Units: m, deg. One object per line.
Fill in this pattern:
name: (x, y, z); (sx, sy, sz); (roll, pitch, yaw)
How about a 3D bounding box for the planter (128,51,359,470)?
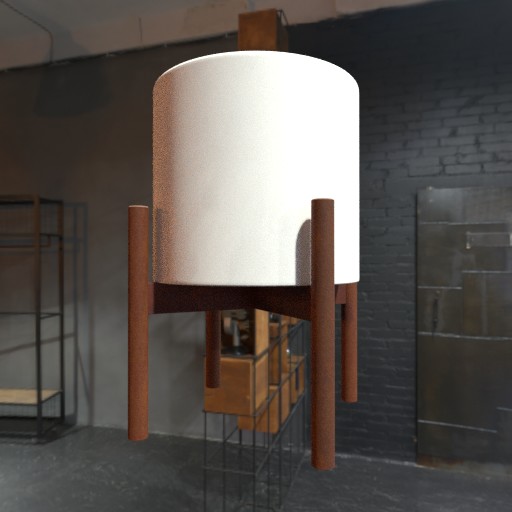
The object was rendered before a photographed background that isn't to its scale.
planter: (0.000, 0.000, 0.494); (0.224, 0.358, 0.224); (0, 0, 19)
